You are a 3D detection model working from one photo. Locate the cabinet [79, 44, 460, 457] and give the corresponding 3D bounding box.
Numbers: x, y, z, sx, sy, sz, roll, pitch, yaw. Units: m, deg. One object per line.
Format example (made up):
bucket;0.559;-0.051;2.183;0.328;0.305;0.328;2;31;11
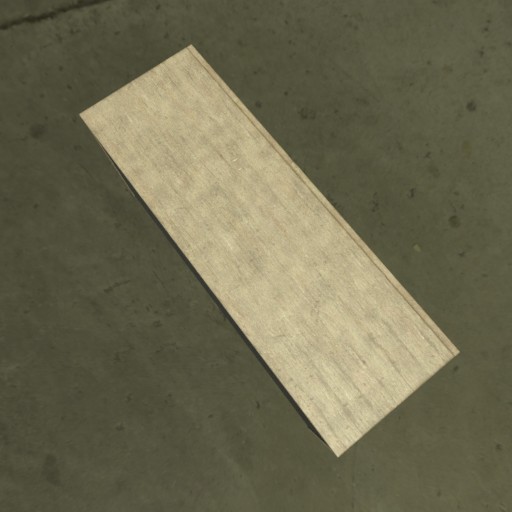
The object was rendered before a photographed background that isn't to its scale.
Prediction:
cabinet;0.000;0.000;1.904;0.511;0.825;1.460;-37;78;-9
